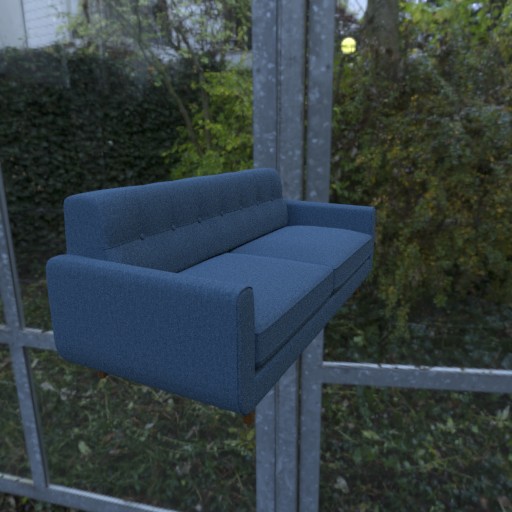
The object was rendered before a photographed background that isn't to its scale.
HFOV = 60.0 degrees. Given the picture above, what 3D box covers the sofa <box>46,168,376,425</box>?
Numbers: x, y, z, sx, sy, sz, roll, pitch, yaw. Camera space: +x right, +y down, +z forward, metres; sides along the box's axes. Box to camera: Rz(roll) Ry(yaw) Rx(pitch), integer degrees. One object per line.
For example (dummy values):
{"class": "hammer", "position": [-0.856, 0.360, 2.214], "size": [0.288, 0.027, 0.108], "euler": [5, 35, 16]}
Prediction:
{"class": "sofa", "position": [0.000, 0.000, 2.545], "size": [0.942, 0.884, 2.055], "euler": [7, 17, 26]}
